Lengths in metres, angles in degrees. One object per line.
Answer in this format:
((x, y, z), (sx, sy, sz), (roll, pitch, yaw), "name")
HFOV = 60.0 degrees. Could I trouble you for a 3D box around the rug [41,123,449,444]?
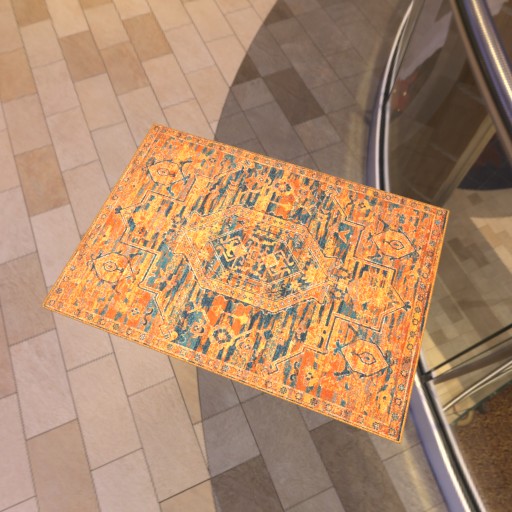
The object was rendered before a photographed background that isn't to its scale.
((0.000, 0.000, 3.742), (2.916, 0.019, 2.043), (18, 65, 9), "rug")
